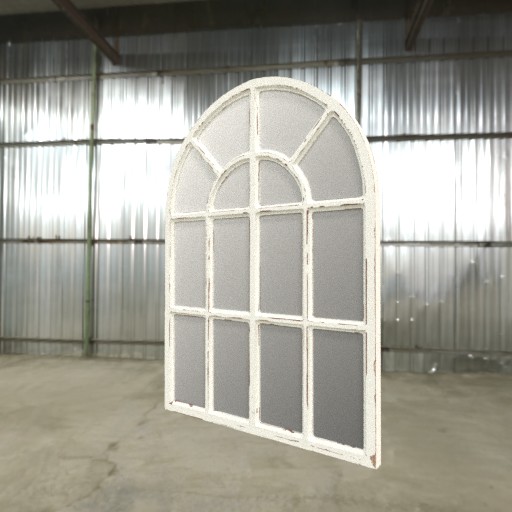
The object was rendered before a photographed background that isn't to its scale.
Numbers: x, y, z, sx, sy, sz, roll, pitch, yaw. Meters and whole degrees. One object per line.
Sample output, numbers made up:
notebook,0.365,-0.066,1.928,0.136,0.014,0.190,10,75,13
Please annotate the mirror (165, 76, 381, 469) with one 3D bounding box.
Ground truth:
mirror,0.000,0.000,1.162,0.660,0.920,0.032,0,-1,36
